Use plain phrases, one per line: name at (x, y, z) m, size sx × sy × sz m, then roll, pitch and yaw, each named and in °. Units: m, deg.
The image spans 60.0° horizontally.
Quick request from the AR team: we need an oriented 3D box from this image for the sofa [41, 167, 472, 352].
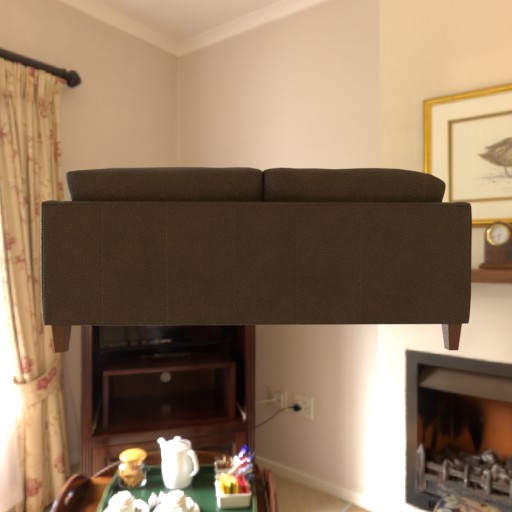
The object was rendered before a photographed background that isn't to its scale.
sofa at (0.000, 0.000, 2.452) m, size 1.971 × 0.863 × 0.933 m, roll 0°, pitch 0°, yaw -1°
